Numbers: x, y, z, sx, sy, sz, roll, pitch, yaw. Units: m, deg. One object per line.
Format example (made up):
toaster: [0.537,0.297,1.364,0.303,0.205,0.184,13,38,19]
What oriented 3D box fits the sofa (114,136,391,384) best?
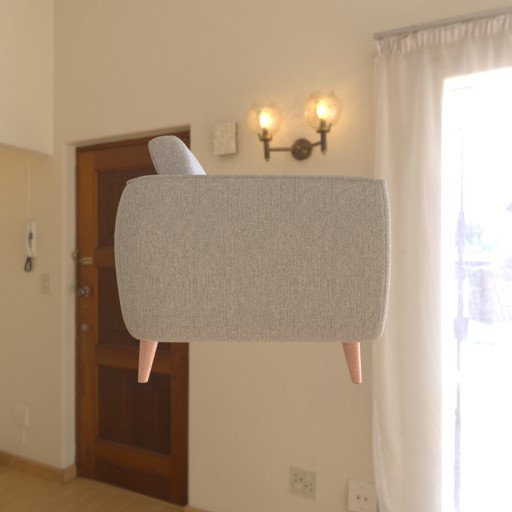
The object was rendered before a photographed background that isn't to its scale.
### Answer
sofa: [0.000,0.000,2.179,0.920,0.850,1.700,0,0,1]
